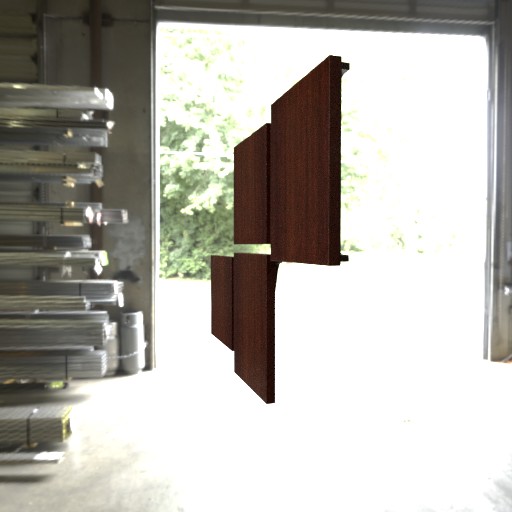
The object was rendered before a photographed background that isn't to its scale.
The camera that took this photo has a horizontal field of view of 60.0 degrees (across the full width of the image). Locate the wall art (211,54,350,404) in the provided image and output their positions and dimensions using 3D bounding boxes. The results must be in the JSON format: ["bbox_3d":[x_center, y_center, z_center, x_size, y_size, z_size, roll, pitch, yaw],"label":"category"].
[{"bbox_3d":[0.000,0.000,0.840,0.030,0.497,0.635,0,1,-19],"label":"wall art"}]
